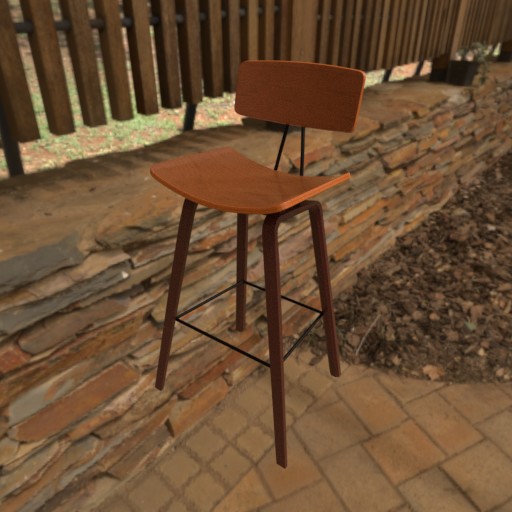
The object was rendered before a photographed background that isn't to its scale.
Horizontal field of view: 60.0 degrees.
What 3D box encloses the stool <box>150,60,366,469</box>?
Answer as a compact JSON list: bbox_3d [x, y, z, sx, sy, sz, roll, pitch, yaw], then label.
[{"bbox_3d":[0.000,0.000,1.252,0.509,0.969,0.440,20,35,30],"label":"stool"}]
